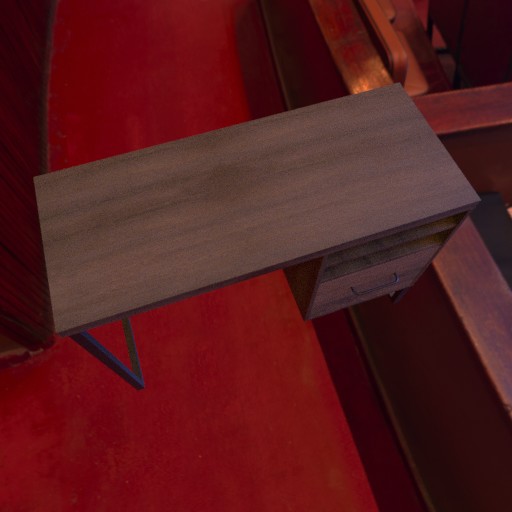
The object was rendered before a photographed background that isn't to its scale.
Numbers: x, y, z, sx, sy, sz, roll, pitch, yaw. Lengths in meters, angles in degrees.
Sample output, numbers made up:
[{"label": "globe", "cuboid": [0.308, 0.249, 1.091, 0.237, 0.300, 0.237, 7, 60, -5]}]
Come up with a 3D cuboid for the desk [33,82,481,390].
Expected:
[{"label": "desk", "cuboid": [0.000, 0.000, 1.541, 1.134, 0.752, 0.511, -17, 64, -9]}]
